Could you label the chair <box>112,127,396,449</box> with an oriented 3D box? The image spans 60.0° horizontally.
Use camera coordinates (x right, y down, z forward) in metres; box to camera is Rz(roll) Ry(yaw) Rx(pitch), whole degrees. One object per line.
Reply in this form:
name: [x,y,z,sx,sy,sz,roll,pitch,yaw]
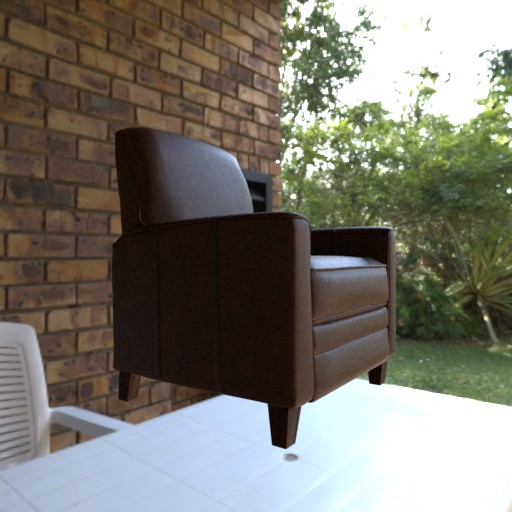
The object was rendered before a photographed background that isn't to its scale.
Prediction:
chair: [0.000,0.000,1.668,0.850,1.010,0.839,0,0,36]
